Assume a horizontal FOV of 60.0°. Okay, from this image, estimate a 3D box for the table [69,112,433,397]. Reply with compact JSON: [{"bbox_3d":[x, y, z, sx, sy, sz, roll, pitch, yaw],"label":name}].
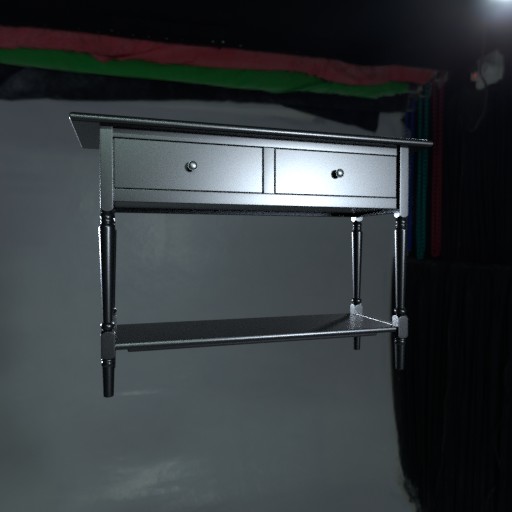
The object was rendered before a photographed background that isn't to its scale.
[{"bbox_3d":[0.000,0.000,1.586,1.191,0.819,0.386,0,2,-17],"label":"table"}]
